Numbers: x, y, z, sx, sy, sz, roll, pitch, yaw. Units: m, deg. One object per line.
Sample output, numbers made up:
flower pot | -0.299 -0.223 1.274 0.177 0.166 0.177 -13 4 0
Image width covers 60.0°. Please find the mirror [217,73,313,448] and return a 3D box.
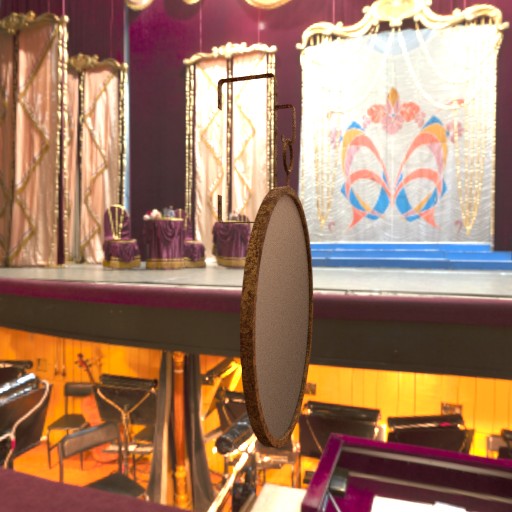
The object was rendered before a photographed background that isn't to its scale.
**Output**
mirror | 0.000 0.000 0.811 0.144 0.651 0.447 0 1 17
